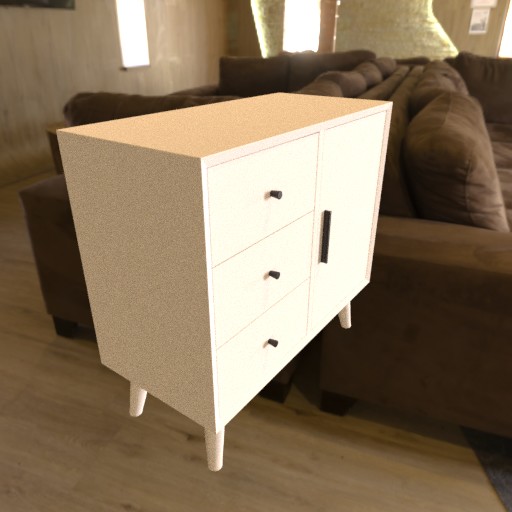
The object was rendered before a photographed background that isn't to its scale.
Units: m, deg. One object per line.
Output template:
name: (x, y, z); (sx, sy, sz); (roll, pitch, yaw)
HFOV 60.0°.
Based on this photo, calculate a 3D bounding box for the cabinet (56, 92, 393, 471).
cabinet: (0.000, 0.000, 1.230); (0.398, 0.761, 0.800); (18, 31, 32)
